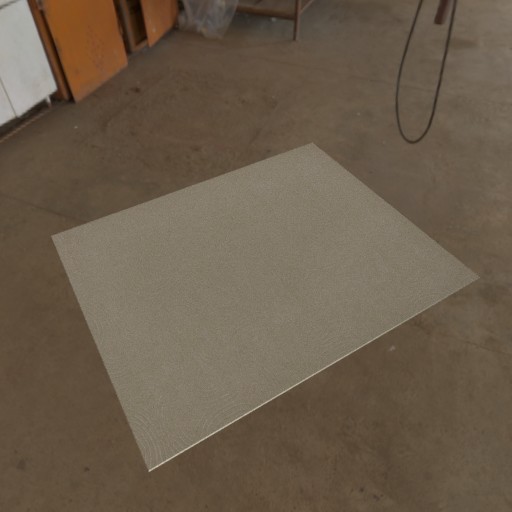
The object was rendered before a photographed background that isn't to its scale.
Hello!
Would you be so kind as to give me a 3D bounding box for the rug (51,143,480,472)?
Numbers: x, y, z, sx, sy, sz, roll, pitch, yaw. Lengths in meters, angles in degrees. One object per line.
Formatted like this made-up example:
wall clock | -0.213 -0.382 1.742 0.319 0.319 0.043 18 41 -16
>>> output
rug | 0.000 0.000 3.398 2.584 0.011 2.073 -24 52 -21
